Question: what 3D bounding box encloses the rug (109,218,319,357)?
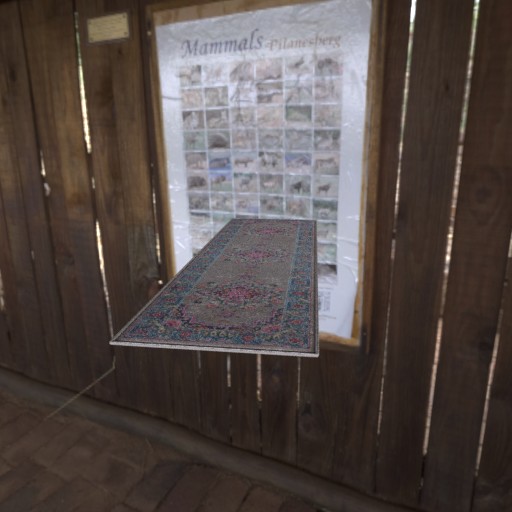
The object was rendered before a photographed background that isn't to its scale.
[{"bbox_3d":[0.000,0.000,2.011,0.553,0.012,1.827,2,15,7],"label":"rug"}]
